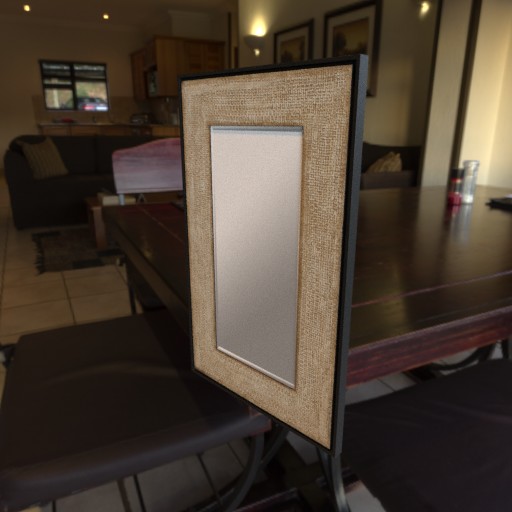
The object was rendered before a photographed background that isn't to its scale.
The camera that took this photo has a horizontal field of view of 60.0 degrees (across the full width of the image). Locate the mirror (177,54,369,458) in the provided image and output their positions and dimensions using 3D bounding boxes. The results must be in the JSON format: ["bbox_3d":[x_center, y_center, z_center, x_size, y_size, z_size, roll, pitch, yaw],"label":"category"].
[{"bbox_3d":[0.000,0.000,1.545,0.762,1.219,0.038,16,23,42],"label":"mirror"}]
